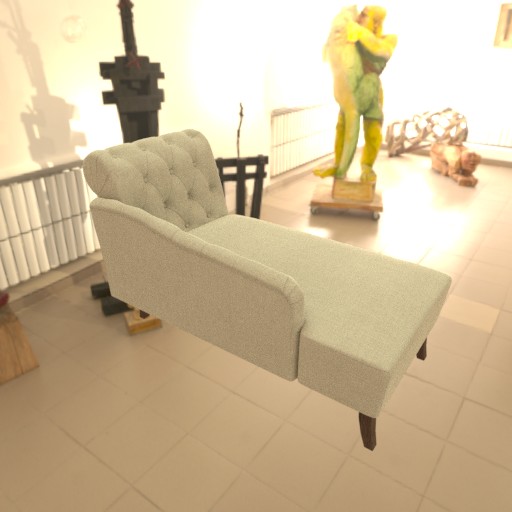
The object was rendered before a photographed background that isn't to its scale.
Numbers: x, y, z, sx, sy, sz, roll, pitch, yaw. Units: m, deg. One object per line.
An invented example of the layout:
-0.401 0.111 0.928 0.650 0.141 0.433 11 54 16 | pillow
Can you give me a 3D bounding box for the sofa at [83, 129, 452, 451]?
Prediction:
0.000 0.000 1.795 1.379 0.787 0.675 18 32 31 | sofa
